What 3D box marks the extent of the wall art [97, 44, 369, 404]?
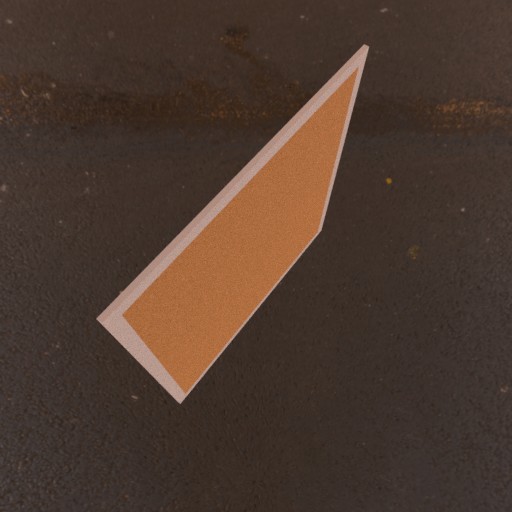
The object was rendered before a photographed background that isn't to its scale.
[{"bbox_3d":[0.000,0.000,1.208,0.013,0.813,0.812,34,68,16],"label":"wall art"}]
